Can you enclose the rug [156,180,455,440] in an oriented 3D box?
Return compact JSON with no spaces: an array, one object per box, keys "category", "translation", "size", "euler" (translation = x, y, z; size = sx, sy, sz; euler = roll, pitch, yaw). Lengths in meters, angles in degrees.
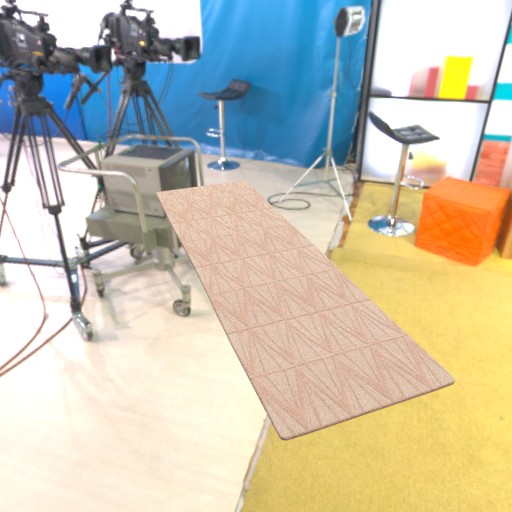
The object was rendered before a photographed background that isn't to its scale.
[{"category":"rug","translation":[0.000,0.000,2.605],"size":[0.760,0.015,2.435],"euler":[-11,31,-18]}]
